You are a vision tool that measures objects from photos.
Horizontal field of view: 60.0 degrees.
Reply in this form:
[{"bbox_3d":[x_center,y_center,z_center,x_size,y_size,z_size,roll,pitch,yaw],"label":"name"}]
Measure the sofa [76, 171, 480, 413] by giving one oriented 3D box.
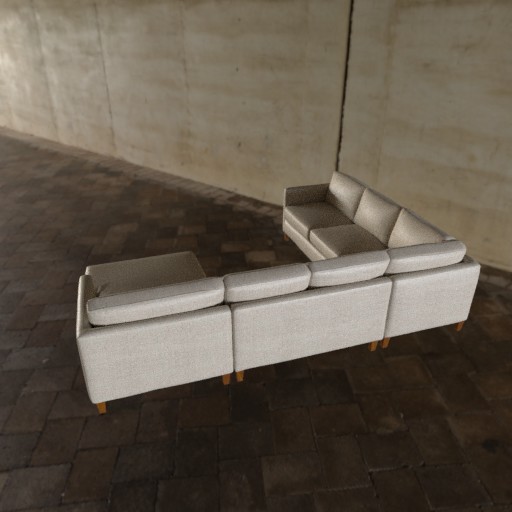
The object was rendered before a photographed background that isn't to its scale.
[{"bbox_3d":[0.000,0.000,4.685,3.460,0.961,2.594,-9,28,-16],"label":"sofa"}]
